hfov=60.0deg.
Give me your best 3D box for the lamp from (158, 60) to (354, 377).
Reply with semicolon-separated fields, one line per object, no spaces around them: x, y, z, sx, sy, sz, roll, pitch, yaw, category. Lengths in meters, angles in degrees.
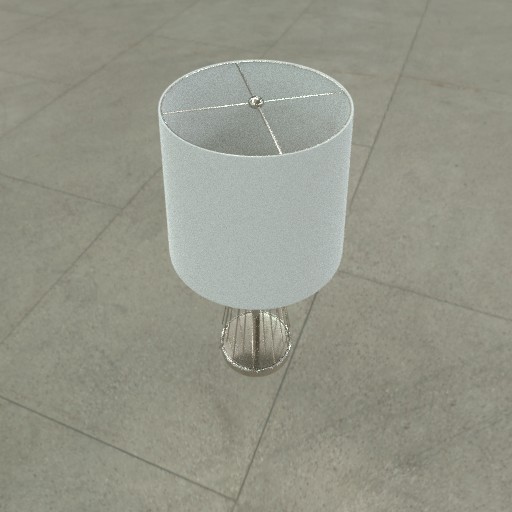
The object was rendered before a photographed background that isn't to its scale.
0.000;0.000;0.813;0.303;0.618;0.303;0;47;0;lamp
